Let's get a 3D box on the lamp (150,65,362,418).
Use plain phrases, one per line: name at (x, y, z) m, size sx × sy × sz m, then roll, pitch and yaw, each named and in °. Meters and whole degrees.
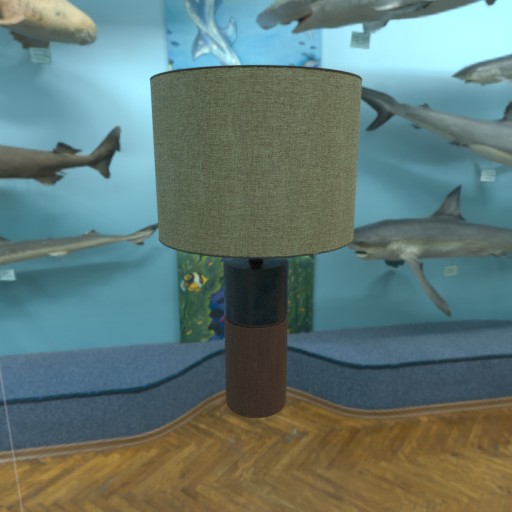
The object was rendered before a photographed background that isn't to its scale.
lamp at (0.000, 0.000, 0.475) m, size 0.202 × 0.350 × 0.202 m, roll 0°, pitch 14°, yaw 0°
